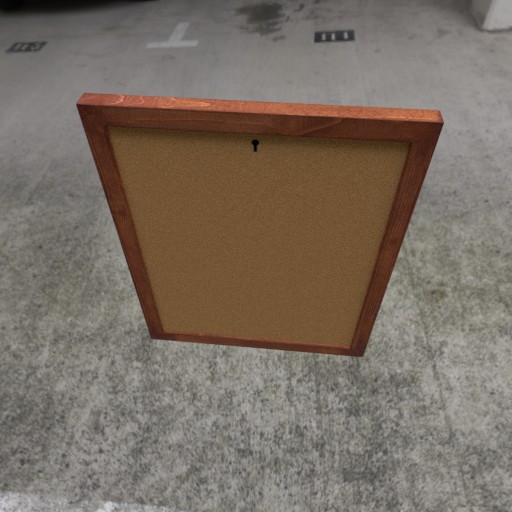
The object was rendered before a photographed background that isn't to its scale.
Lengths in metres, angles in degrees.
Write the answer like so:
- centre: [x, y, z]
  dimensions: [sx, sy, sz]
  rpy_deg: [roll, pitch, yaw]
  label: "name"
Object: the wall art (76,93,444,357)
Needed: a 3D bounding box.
- centre: [0.000, 0.000, 0.767]
  dimensions: [0.462, 0.558, 0.030]
  rpy_deg: [4, 47, 4]
  label: "wall art"
